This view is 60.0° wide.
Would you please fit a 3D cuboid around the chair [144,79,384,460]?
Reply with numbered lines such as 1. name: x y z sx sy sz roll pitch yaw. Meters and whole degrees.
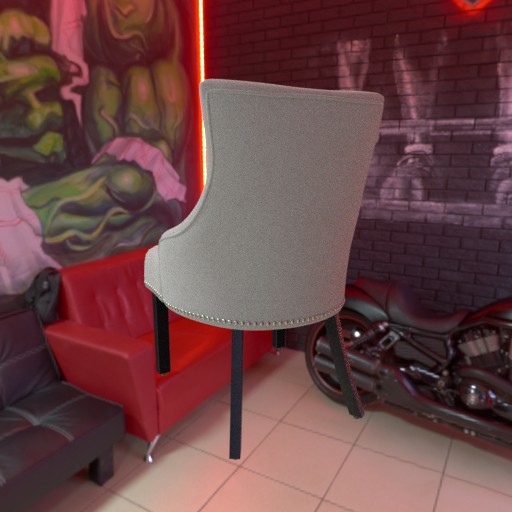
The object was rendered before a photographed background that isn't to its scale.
1. chair: 0.000 0.000 1.347 0.566 0.909 0.629 -6 14 -27
